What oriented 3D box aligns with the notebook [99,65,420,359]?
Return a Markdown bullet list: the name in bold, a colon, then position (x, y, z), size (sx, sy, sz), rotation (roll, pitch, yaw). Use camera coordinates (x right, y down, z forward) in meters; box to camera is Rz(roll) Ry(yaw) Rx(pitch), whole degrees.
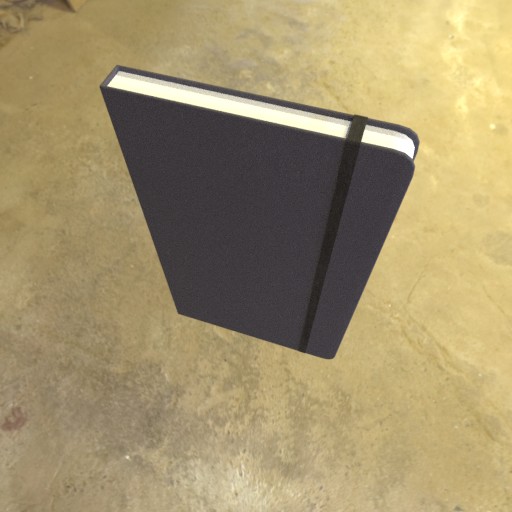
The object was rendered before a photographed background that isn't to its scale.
- **notebook**: position (0.000, 0.000, 0.259), size (0.127, 0.213, 0.016), rotation (15, 59, 10)
